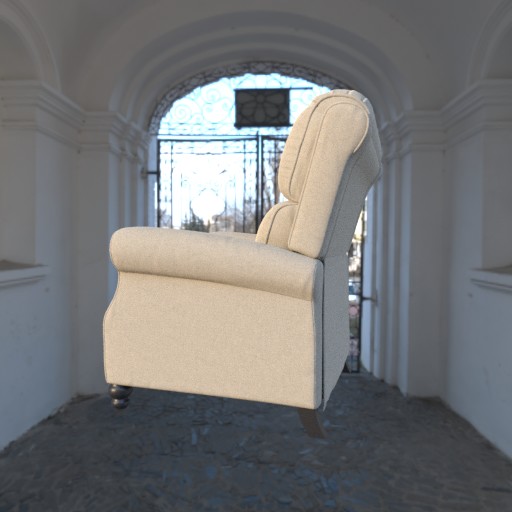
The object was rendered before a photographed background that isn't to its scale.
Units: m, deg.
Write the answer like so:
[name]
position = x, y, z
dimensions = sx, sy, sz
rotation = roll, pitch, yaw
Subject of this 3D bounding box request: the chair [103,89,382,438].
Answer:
[chair]
position = 0.000, 0.000, 1.733
dimensions = 0.919, 1.046, 0.859
rotation = 1, 2, 18
